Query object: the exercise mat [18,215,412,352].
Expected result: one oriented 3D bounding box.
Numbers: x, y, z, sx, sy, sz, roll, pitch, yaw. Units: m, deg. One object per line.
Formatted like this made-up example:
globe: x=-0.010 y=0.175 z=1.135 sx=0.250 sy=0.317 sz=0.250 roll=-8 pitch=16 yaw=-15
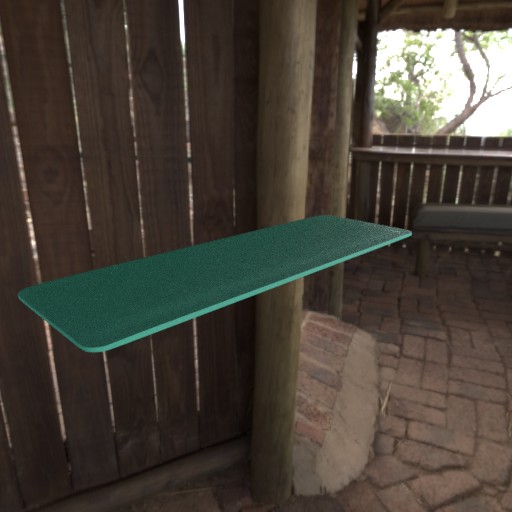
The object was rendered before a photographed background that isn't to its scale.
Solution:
exercise mat: x=0.000 y=0.000 z=2.026 sx=1.869 sy=0.021 sz=0.616 roll=-17 pitch=24 yaw=-42
